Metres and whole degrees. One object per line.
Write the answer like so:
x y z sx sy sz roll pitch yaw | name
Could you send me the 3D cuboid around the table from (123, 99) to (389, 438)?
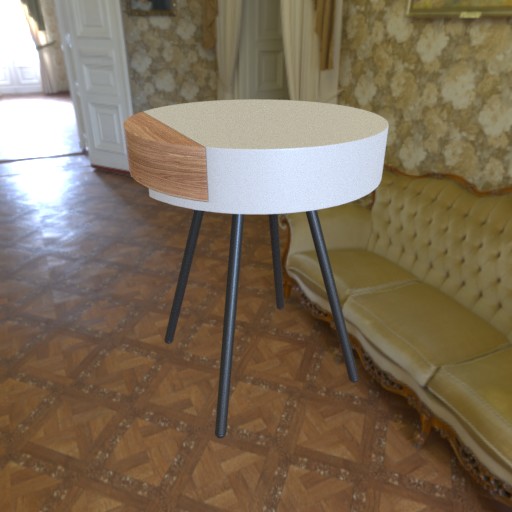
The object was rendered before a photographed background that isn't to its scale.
0.000 0.000 0.868 0.450 0.525 0.450 0 27 0 | table
